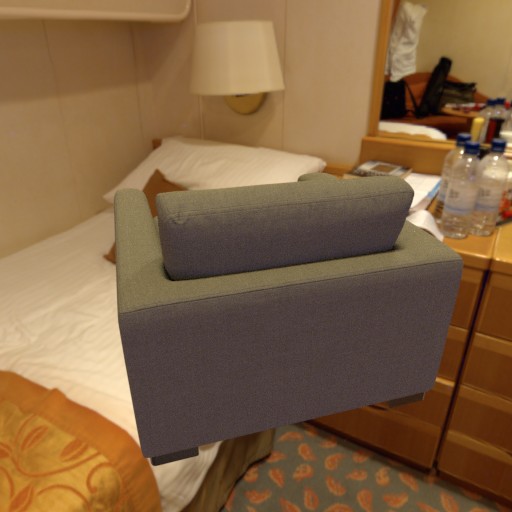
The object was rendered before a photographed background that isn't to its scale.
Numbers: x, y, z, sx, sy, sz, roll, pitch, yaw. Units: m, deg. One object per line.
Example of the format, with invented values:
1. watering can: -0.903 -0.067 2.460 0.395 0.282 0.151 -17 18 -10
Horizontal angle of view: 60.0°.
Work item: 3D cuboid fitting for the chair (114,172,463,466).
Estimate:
1. chair: 0.000 0.000 1.810 1.070 0.847 1.100 -8 28 -15
